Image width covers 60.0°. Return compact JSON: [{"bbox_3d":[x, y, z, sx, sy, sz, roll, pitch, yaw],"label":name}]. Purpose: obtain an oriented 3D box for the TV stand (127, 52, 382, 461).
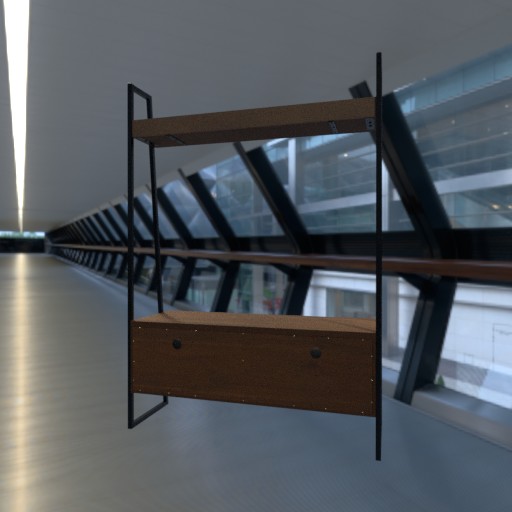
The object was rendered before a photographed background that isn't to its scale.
[{"bbox_3d":[0.000,0.000,2.289,1.250,1.772,0.432,0,0,17],"label":"TV stand"}]
